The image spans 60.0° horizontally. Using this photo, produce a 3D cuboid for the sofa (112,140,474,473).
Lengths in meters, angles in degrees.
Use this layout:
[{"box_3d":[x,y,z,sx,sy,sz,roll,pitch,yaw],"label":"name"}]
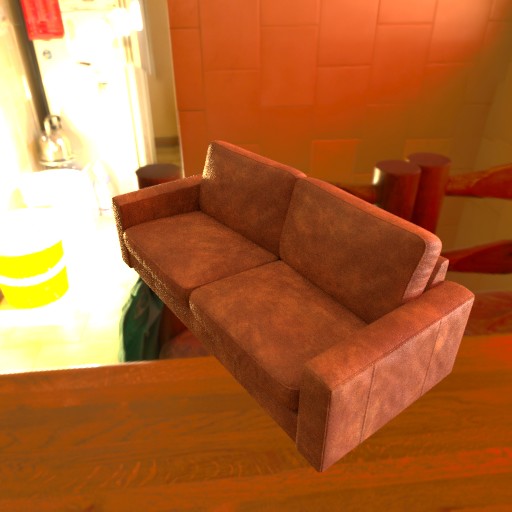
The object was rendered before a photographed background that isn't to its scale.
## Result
[{"box_3d":[0.000,0.000,2.673,1.016,0.873,2.179,-21,37,-31],"label":"sofa"}]
